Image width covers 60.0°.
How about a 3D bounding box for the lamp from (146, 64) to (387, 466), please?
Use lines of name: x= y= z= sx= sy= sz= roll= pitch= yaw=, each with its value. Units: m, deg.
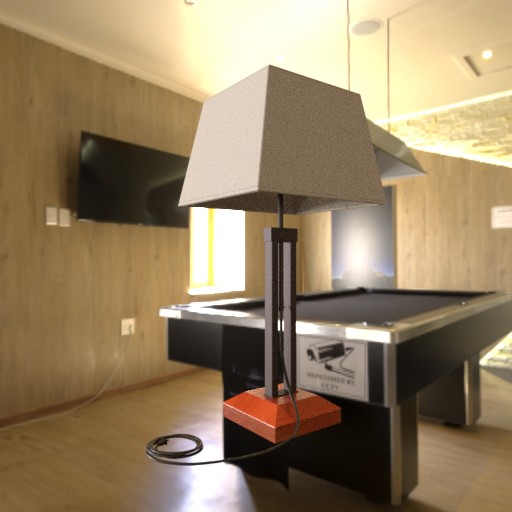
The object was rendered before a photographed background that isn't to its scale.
lamp: x=0.000 y=0.000 z=0.961 sx=0.498 sy=0.737 sz=0.310 roll=0 pitch=0 yaw=-36
